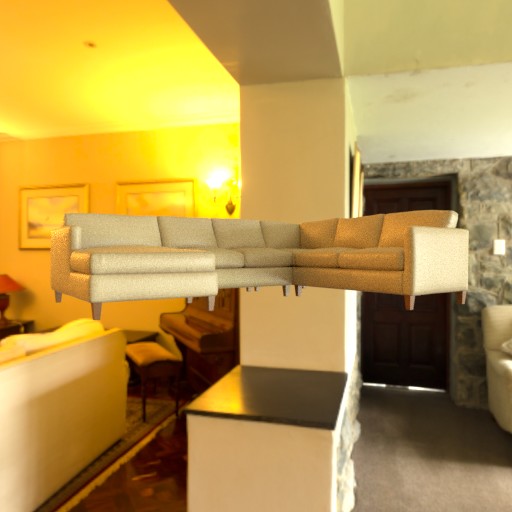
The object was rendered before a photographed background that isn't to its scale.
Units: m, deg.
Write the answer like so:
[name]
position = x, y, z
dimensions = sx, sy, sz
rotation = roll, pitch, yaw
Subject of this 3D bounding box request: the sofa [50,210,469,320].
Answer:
[sofa]
position = 0.000, 0.000, 4.506
dimensions = 3.460, 0.961, 2.594
rotation = 0, 0, -34
